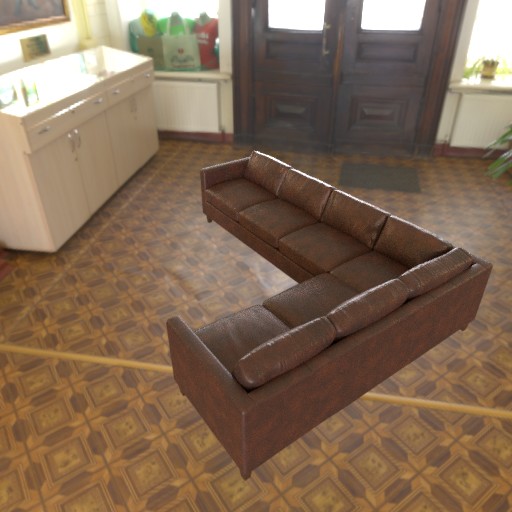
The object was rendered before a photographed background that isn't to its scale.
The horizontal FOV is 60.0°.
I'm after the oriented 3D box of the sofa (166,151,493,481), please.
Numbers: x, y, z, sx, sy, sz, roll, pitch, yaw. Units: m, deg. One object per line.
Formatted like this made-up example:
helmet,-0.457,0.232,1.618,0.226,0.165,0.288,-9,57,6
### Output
sofa,0.000,0.000,4.153,2.438,0.836,3.152,-21,38,-30
